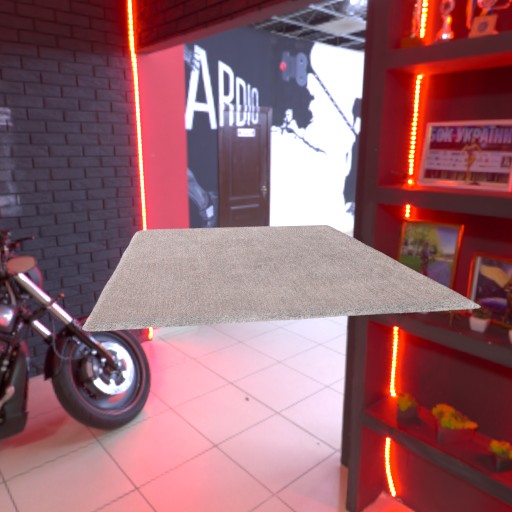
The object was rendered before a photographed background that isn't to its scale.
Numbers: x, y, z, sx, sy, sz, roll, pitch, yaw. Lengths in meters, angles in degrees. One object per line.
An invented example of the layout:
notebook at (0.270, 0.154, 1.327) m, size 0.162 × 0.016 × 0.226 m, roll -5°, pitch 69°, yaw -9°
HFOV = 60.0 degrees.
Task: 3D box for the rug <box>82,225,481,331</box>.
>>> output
rug at (0.000, 0.000, 3.881) m, size 2.332 × 0.027 × 2.933 m, roll -2°, pitch 14°, yaw -9°
